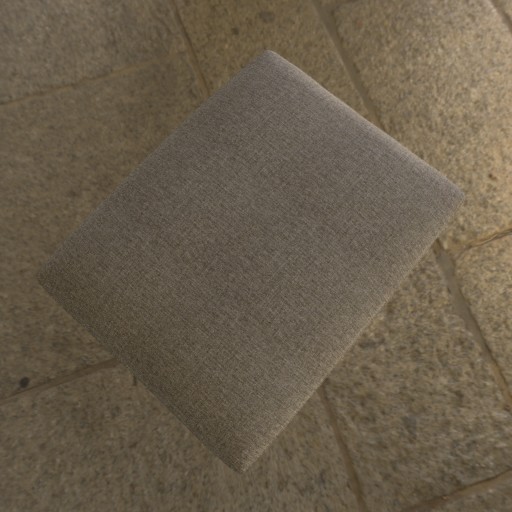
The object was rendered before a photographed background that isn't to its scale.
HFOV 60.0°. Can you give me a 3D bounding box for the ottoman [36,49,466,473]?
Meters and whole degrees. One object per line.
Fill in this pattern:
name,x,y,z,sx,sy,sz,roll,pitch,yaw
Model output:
ottoman,0.000,0.000,1.089,0.584,0.513,0.741,40,79,10
